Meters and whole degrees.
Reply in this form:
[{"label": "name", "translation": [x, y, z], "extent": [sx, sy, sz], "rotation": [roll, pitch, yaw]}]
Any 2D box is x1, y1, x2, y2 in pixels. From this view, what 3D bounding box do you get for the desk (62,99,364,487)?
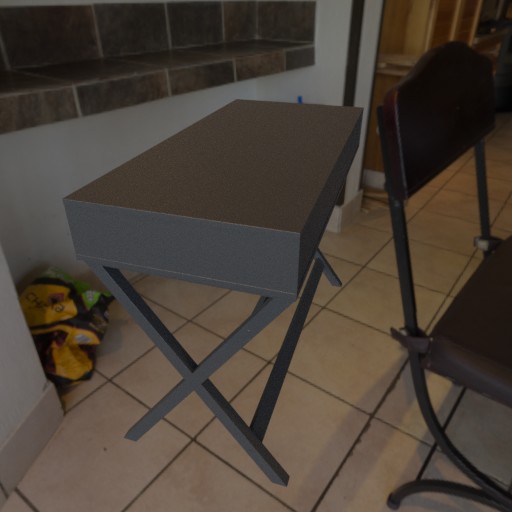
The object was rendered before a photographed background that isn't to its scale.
[{"label": "desk", "translation": [0.000, 0.000, 1.483], "extent": [0.504, 0.780, 1.057], "rotation": [9, 32, 15]}]
